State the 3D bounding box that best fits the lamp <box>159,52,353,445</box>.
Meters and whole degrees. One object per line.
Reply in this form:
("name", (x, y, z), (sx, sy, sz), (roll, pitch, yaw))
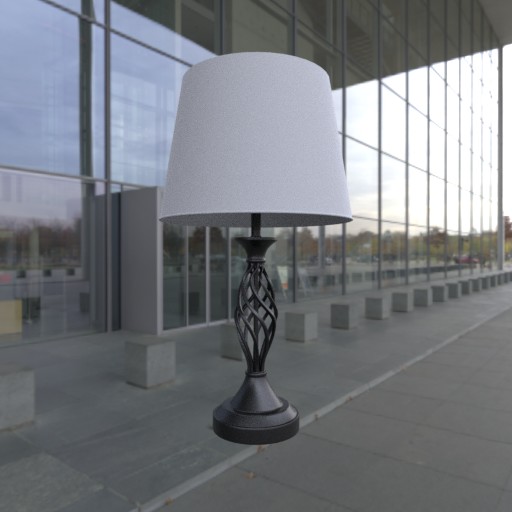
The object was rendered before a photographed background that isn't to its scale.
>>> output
("lamp", (0.000, 0.000, 0.771), (0.331, 0.594, 0.331), (0, 0, 0))
